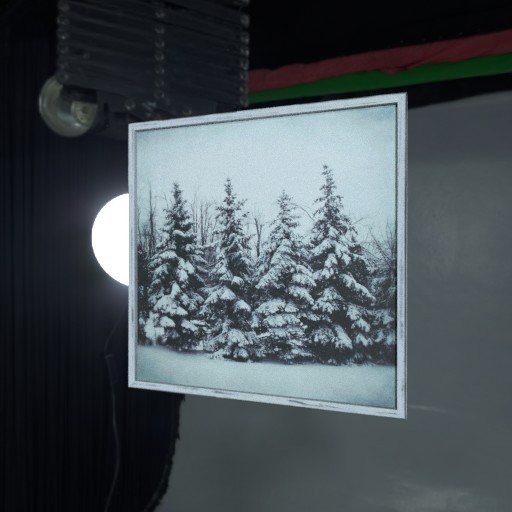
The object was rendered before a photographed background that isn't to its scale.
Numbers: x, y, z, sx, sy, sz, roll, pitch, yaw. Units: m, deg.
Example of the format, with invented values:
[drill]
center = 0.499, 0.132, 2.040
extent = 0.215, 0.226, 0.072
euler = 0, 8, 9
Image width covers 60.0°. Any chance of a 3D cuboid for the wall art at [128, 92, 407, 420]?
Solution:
[wall art]
center = 0.000, 0.000, 0.785
extent = 0.506, 0.506, 0.038
euler = 0, 0, 19
